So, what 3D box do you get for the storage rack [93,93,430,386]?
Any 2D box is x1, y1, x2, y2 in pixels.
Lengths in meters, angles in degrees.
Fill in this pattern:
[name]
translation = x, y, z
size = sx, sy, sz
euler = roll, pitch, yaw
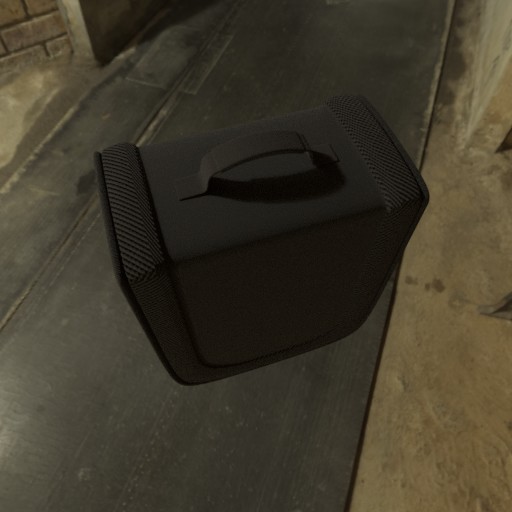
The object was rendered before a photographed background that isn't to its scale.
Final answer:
[storage rack]
translation = 0.000, 0.000, 0.561
size = 0.297, 0.387, 0.168
euler = -16, 59, -10
